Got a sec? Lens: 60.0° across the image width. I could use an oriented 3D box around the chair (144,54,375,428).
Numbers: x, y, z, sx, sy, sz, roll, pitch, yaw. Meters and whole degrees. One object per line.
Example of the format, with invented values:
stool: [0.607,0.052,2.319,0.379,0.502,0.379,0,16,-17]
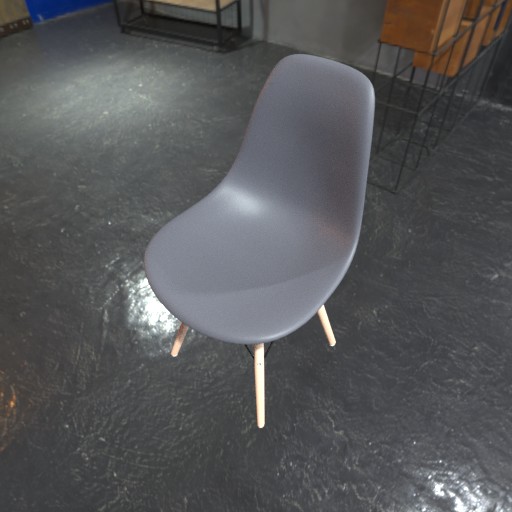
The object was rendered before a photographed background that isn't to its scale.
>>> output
chair: [0.000,0.000,1.136,0.470,0.826,0.533,31,53,27]
